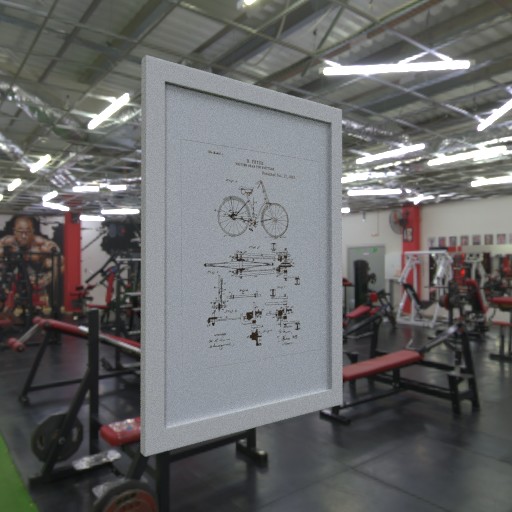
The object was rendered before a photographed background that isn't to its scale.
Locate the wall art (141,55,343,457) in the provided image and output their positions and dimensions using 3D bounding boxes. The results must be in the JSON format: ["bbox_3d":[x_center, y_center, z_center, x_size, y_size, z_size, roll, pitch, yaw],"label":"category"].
[{"bbox_3d":[0.000,0.000,0.627,0.332,0.477,0.015,0,-1,-35],"label":"wall art"}]
